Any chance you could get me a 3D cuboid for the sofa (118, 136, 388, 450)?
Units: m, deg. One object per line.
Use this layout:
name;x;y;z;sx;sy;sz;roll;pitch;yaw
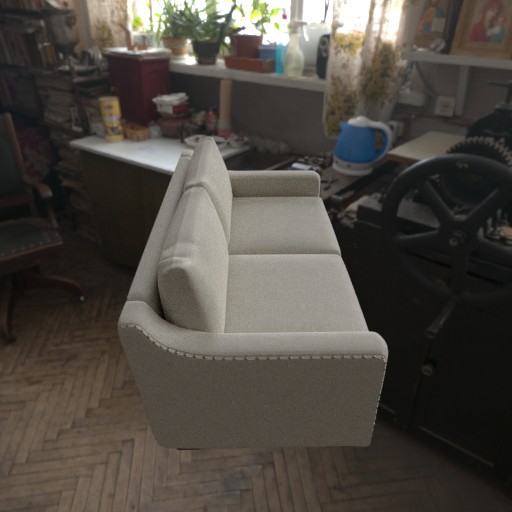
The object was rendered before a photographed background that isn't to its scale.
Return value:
sofa;0.000;0.000;2.742;1.104;0.983;2.107;-1;31;-1
